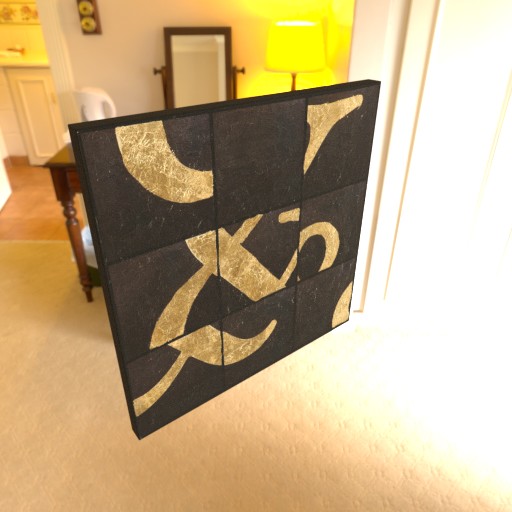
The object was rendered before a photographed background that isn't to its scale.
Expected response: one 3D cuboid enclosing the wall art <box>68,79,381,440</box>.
[{"bbox_3d":[0.000,0.000,1.111,0.758,0.758,0.044,-21,37,-32],"label":"wall art"}]
